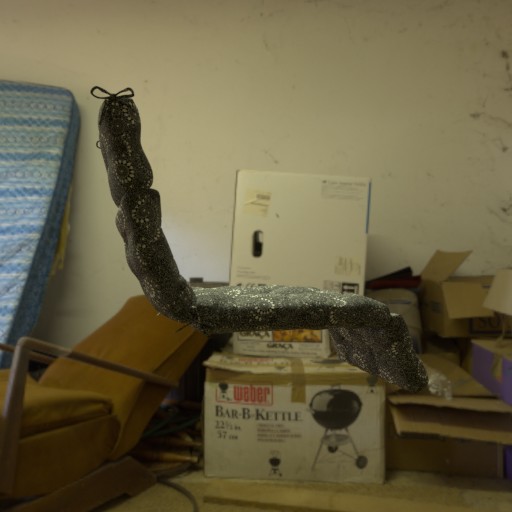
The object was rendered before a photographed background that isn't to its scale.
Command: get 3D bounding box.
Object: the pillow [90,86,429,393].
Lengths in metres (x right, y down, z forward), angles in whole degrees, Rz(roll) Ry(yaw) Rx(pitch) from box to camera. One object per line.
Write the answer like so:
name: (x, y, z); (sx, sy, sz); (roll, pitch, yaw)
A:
pillow: (0.000, 0.000, 1.475); (1.016, 0.863, 0.526); (0, 0, -18)
